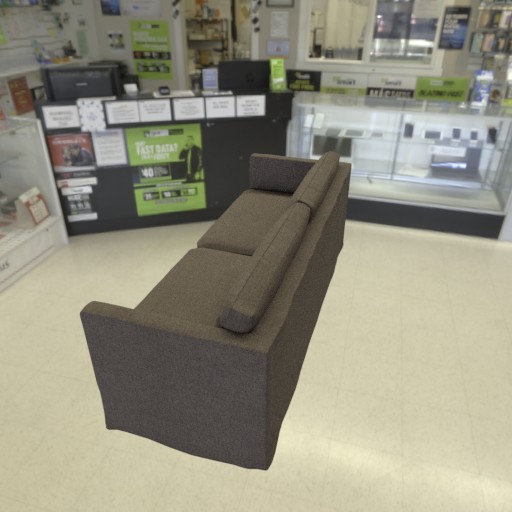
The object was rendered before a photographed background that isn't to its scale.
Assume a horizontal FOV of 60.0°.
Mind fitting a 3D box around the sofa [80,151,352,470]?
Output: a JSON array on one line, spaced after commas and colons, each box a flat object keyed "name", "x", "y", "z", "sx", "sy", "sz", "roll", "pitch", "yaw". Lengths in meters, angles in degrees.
[{"name": "sofa", "x": 0.000, "y": 0.000, "z": 3.368, "sx": 1.036, "sy": 0.998, "sz": 2.779, "roll": 9, "pitch": 32, "yaw": 16}]
